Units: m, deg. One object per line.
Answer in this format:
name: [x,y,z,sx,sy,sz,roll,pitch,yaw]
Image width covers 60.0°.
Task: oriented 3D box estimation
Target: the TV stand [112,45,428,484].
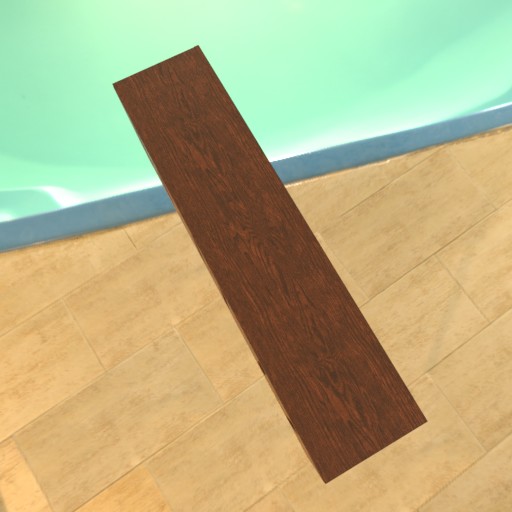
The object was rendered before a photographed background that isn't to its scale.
TV stand: [0.000,0.000,1.770,0.382,0.578,1.541,-28,76,-7]
